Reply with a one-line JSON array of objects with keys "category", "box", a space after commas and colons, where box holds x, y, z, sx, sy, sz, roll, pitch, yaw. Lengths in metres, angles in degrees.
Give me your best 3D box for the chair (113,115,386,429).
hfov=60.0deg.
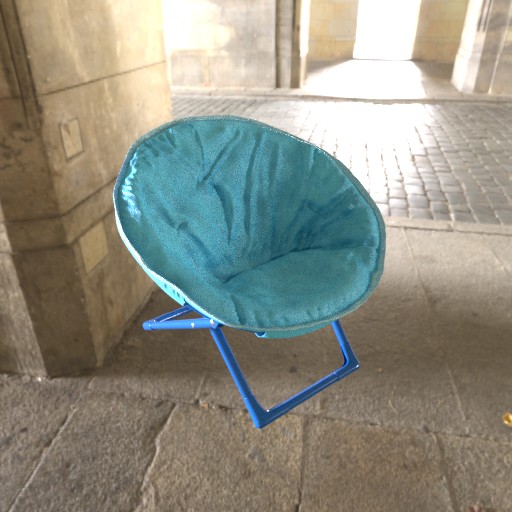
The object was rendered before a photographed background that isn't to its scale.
[{"category": "chair", "box": [0.000, 0.000, 0.901, 0.520, 0.478, 0.465, -20, 35, -31]}]
